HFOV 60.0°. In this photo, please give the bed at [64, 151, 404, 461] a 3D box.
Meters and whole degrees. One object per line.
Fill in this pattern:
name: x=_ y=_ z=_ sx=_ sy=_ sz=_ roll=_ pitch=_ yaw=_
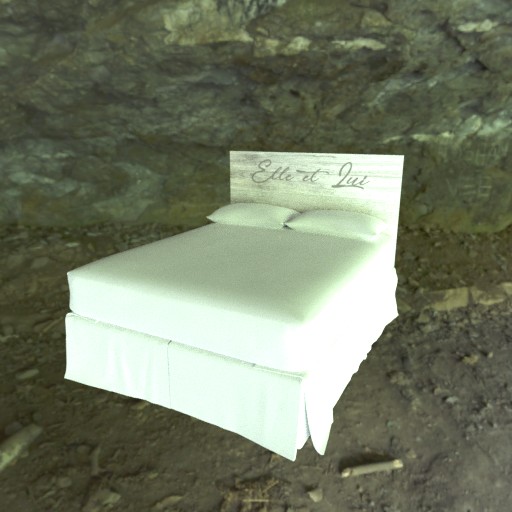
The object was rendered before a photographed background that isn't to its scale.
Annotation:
bed: x=0.000 y=0.000 z=3.147 sx=1.745 sy=1.335 sz=2.094 roll=8 pitch=18 yaw=27
